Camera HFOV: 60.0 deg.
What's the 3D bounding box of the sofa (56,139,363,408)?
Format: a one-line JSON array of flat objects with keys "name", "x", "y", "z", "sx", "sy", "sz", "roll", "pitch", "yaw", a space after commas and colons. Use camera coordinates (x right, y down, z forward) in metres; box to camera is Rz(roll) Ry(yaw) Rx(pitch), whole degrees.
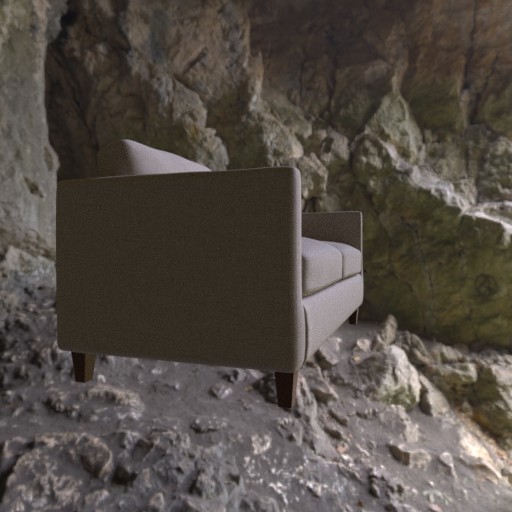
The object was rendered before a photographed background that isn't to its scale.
[{"name": "sofa", "x": 0.000, "y": 0.000, "z": 2.356, "sx": 0.951, "sy": 0.947, "sz": 1.884, "roll": 0, "pitch": 1, "yaw": 20}]
